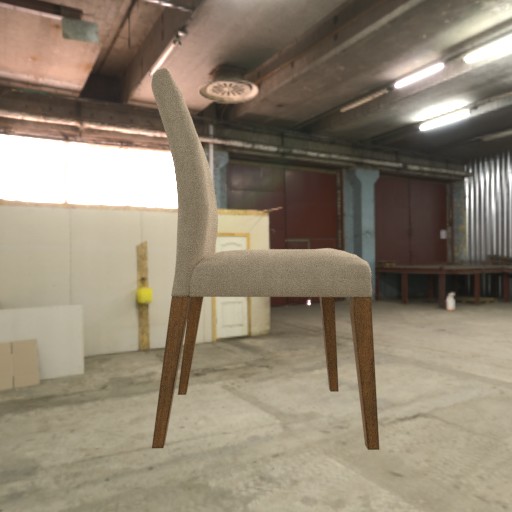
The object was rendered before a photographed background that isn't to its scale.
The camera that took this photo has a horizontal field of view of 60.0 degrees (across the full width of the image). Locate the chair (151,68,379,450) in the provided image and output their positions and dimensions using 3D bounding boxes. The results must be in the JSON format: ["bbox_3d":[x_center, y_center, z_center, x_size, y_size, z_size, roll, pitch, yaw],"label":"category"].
[{"bbox_3d":[0.000,0.000,1.315,0.585,0.940,0.496,0,0,-1],"label":"chair"}]
